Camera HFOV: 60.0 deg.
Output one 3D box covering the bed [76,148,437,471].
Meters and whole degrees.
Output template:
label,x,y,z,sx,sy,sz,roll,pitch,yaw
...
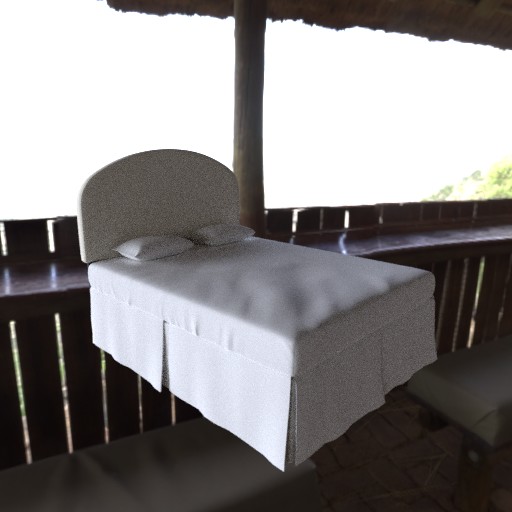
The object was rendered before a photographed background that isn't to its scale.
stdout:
label,x,y,z,sx,sy,sz,roll,pitch,yaw
bed,0.000,0.000,3.013,2.005,1.410,1.607,13,19,42
